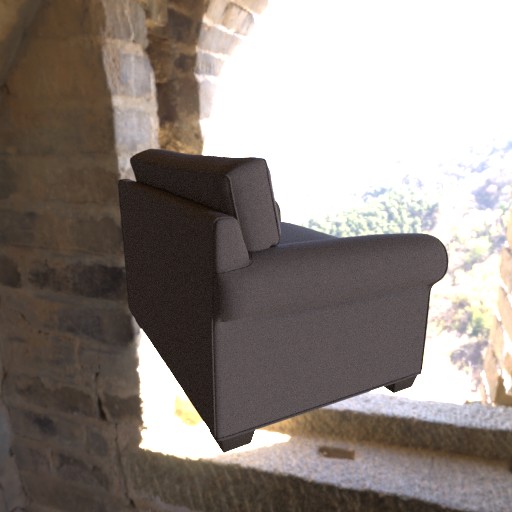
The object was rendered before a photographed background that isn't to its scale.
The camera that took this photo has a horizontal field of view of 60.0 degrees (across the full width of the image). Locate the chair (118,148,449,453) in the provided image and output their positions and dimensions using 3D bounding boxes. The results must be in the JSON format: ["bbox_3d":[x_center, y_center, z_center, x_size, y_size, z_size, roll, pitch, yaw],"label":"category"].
[{"bbox_3d":[0.000,0.000,2.008,0.930,0.930,1.390,-8,17,-27],"label":"chair"}]
